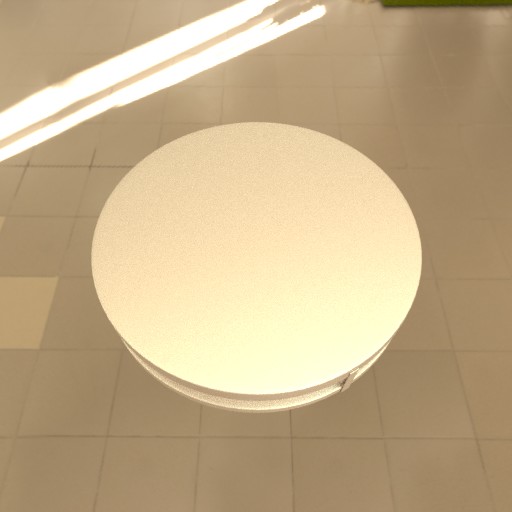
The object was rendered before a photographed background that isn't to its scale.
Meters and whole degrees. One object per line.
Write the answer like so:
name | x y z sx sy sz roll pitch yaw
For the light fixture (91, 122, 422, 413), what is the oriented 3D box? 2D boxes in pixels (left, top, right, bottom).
light fixture | 0.000 0.000 0.525 0.356 0.102 0.356 0 57 0
